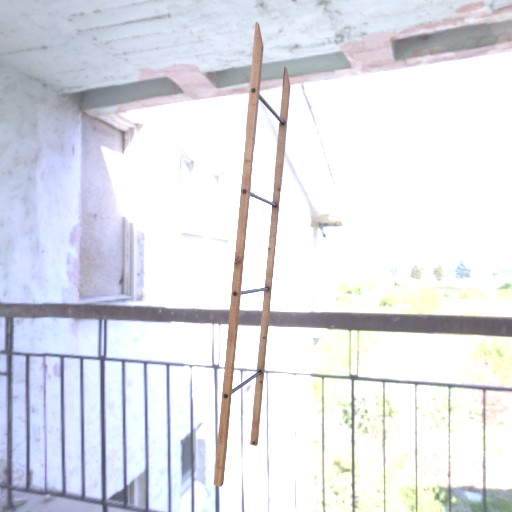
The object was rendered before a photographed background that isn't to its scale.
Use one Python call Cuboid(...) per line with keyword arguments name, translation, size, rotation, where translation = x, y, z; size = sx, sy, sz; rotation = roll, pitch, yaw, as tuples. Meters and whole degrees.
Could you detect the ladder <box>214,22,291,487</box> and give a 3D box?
Cuboid(name="ladder", translation=(0.000, 0.000, 1.928), size=(0.200, 1.805, 0.442), rotation=(0, -1, 19))
